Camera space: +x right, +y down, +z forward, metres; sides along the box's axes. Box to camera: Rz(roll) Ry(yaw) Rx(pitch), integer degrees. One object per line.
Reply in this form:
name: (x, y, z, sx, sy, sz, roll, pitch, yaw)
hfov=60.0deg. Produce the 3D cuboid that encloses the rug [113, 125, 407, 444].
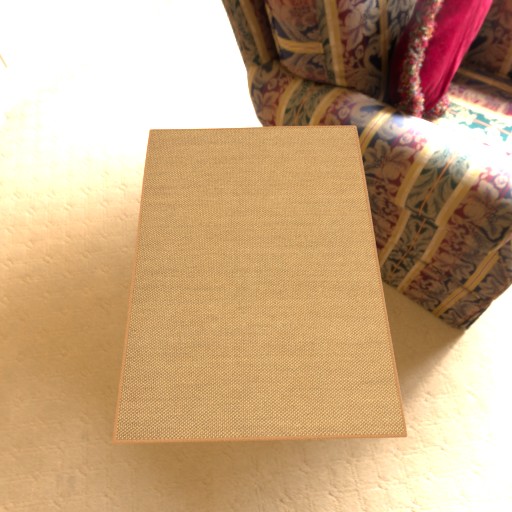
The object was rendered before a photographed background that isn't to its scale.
rug: (0.000, 0.000, 2.765, 1.524, 0.013, 2.134, -1, 63, -1)
